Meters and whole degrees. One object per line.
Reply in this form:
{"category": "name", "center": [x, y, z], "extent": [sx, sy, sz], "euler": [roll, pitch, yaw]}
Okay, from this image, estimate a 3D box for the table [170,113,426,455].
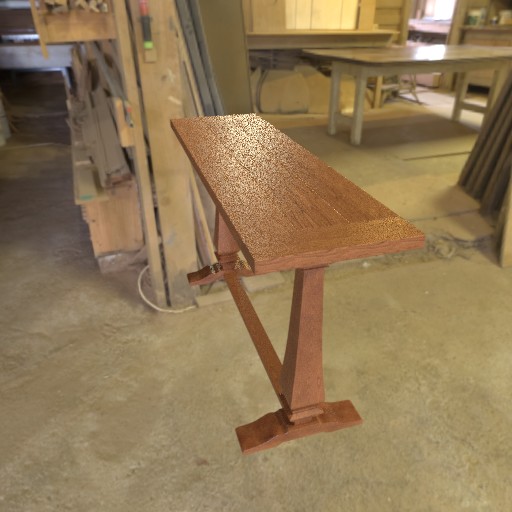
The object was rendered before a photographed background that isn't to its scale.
{"category": "table", "center": [0.000, 0.000, 1.876], "extent": [0.461, 0.852, 1.478], "euler": [-9, 31, -15]}
